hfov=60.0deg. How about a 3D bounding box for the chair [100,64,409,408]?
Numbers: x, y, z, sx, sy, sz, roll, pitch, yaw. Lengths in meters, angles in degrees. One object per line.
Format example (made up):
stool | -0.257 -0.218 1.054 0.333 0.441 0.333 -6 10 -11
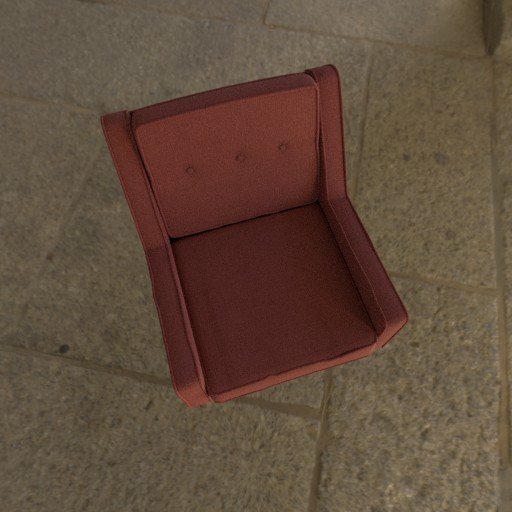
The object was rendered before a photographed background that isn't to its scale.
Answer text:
chair | 0.000 0.000 1.398 0.680 0.812 0.770 -16 65 -7
